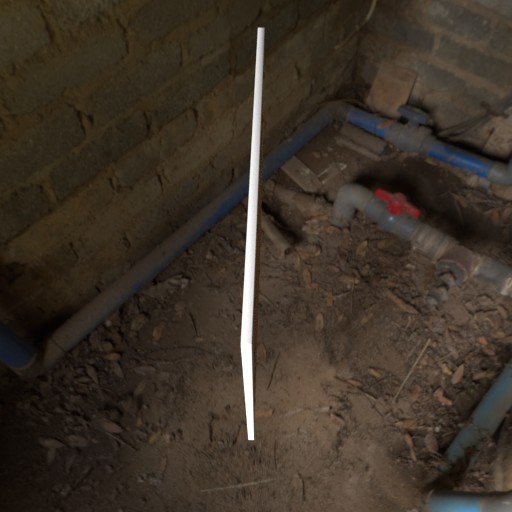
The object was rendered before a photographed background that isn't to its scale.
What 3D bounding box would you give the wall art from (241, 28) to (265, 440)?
[{"bbox_3d":[0.000,0.000,0.873,0.013,0.584,0.584,2,58,1],"label":"wall art"}]
